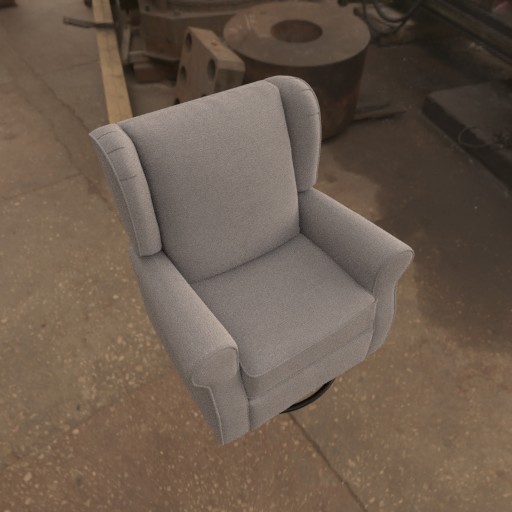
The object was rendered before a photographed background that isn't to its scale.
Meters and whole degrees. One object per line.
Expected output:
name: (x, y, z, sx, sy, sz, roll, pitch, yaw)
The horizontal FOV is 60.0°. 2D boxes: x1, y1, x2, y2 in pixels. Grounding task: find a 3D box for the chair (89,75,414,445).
chair: (0.000, 0.000, 1.685, 0.906, 0.966, 0.854, -25, 52, -22)
